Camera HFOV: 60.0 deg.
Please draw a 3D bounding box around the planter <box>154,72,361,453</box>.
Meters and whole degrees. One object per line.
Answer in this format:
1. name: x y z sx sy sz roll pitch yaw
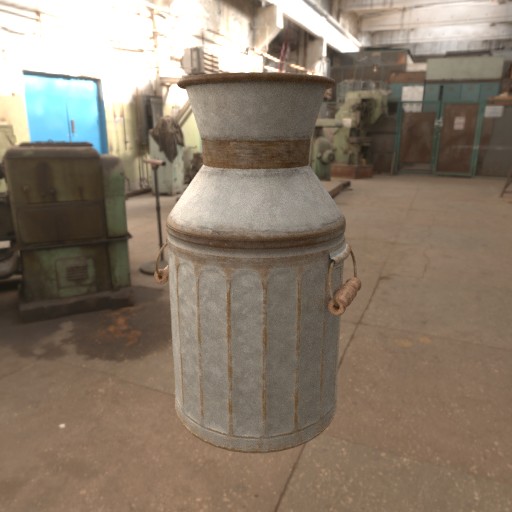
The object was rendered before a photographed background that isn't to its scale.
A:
1. planter: 0.000 0.000 0.537 0.245 0.396 0.214 8 18 24
